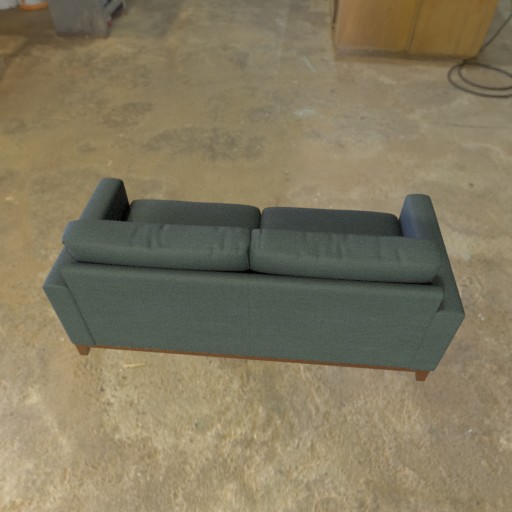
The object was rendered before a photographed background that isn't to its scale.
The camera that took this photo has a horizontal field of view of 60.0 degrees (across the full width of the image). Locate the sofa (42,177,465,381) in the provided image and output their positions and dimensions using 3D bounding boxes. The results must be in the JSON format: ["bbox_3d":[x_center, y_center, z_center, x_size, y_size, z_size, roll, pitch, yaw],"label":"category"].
[{"bbox_3d":[0.000,0.000,2.382,1.900,0.865,0.877,4,46,3],"label":"sofa"}]
